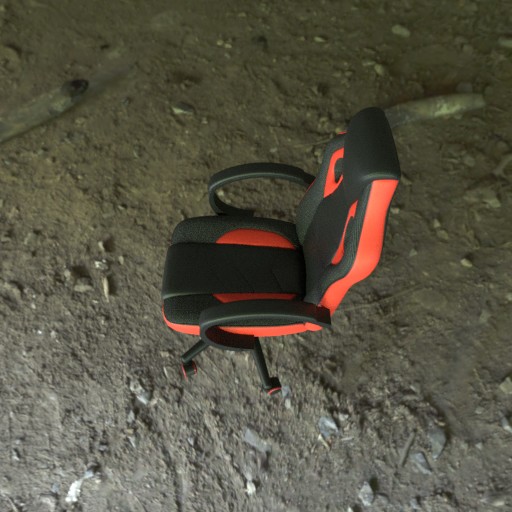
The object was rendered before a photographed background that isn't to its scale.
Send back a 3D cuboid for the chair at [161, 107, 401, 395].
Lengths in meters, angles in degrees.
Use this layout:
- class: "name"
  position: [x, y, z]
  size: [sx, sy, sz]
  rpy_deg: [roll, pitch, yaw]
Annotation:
- class: "chair"
  position: [0.000, 0.000, 1.410]
  size: [0.642, 1.016, 0.600]
  rpy_deg: [0, 57, 0]
